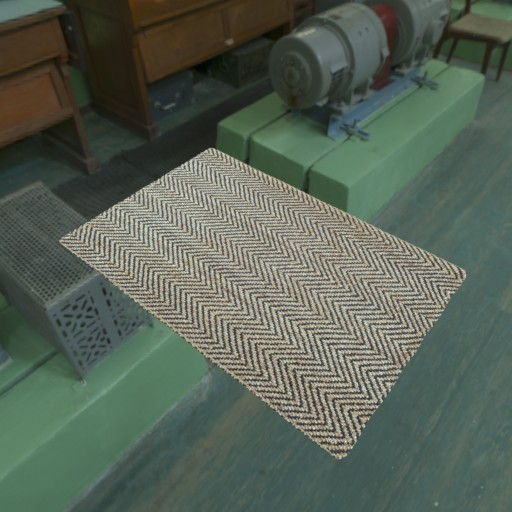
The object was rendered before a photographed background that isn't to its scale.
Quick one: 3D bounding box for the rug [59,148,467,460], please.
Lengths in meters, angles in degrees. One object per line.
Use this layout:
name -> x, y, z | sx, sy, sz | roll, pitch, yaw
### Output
rug -> 0.000, 0.000, 2.350 | 1.828, 0.008, 1.219 | 31, 53, 26
